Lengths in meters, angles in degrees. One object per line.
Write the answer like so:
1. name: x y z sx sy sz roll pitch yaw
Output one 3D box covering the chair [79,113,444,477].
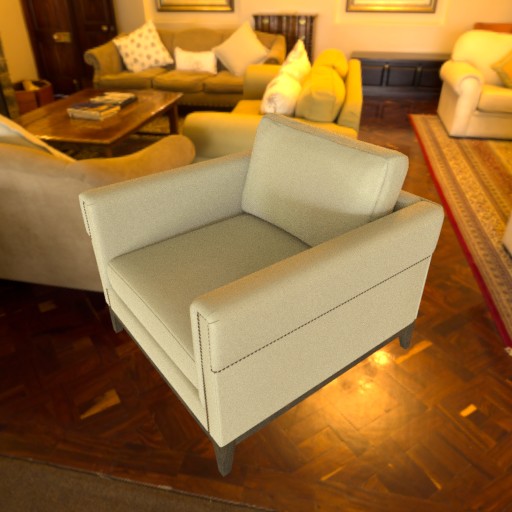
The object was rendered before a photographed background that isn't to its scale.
1. chair: 0.000 0.000 1.685 0.959 0.838 0.914 -22 38 -31
